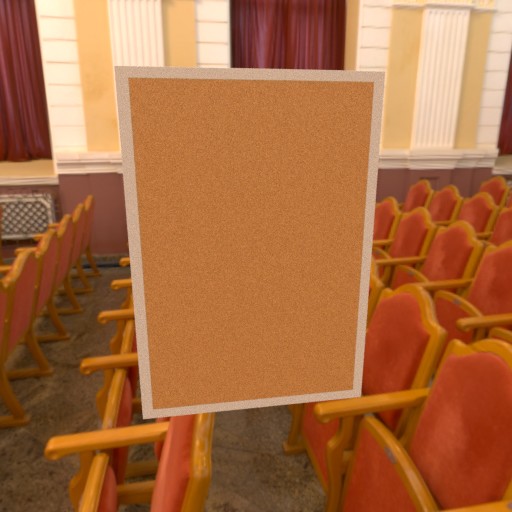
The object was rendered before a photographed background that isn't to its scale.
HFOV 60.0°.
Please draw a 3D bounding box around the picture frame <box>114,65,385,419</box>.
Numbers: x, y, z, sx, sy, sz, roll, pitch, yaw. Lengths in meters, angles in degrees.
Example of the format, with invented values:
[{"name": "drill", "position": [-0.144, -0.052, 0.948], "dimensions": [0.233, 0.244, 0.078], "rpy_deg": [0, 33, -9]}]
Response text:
[{"name": "picture frame", "position": [0.000, 0.000, 1.200], "dimensions": [0.659, 0.940, 0.013], "rpy_deg": [-3, 16, -9]}]
